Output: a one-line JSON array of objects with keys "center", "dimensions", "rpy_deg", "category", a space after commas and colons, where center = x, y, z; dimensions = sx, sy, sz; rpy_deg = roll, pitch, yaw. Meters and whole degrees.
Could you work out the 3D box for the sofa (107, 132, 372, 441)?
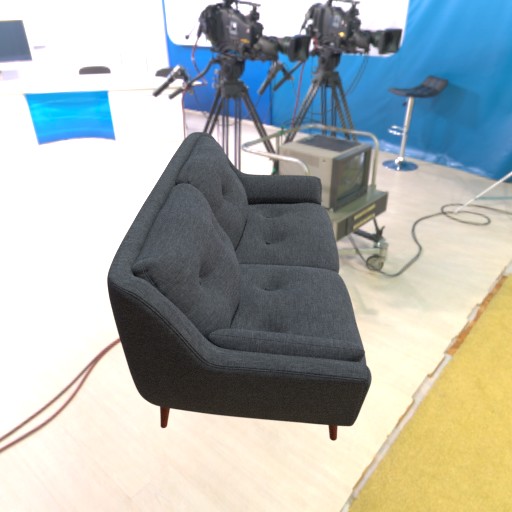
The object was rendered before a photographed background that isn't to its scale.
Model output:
[{"center": [0.000, 0.000, 2.390], "dimensions": [0.975, 0.896, 1.929], "rpy_deg": [1, 31, 2], "category": "sofa"}]
